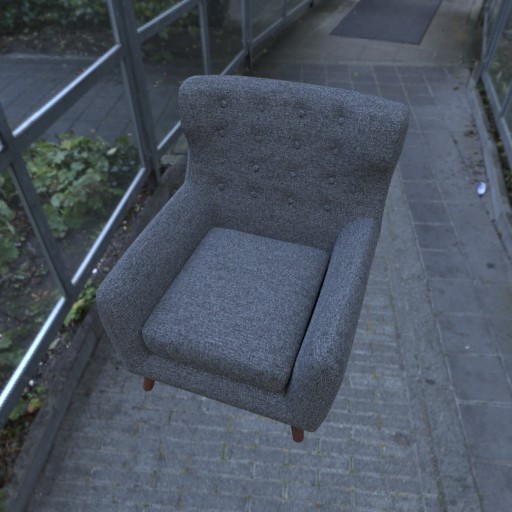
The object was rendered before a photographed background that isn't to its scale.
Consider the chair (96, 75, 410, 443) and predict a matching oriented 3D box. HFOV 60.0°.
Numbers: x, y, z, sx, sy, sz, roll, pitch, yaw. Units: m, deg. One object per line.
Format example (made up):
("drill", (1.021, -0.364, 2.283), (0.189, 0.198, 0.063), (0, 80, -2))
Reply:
("chair", (0.000, 0.000, 1.724), (0.889, 1.039, 0.940), (13, 44, 14))
